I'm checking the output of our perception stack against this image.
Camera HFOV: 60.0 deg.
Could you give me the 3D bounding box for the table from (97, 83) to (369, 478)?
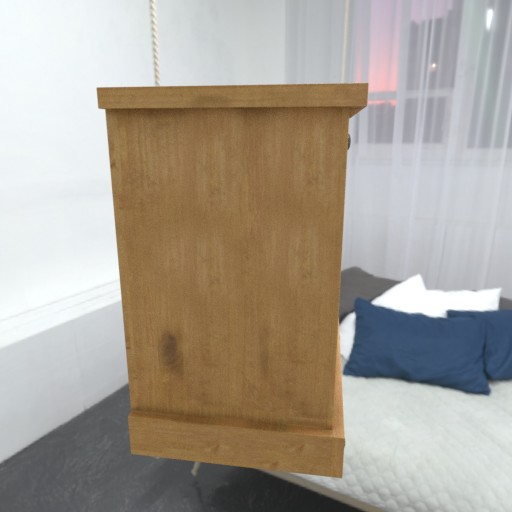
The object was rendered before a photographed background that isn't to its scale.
[{"bbox_3d":[0.000,0.000,1.213,0.500,0.813,0.660,2,16,9],"label":"table"}]
